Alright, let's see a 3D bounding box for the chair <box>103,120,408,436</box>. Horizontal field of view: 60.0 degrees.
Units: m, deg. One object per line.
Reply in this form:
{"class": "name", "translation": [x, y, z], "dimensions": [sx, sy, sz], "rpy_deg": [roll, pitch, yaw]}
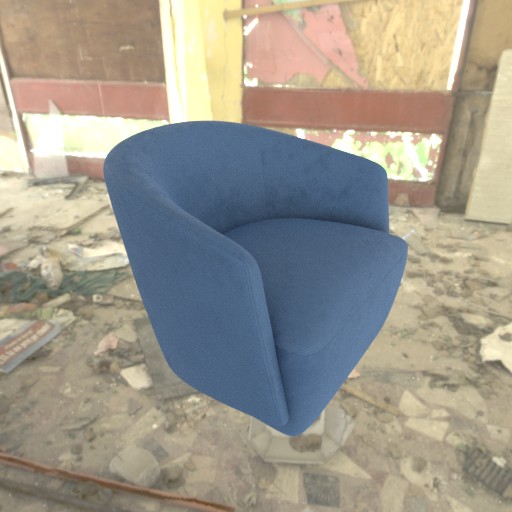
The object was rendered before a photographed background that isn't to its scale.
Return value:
{"class": "chair", "translation": [0.000, 0.000, 1.343], "dimensions": [0.767, 0.698, 0.773], "rpy_deg": [18, 32, 30]}
